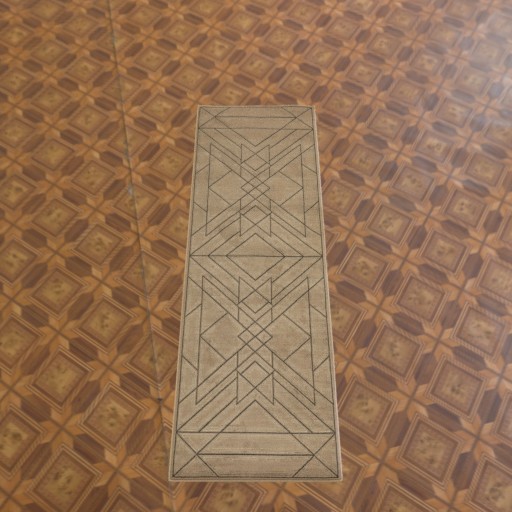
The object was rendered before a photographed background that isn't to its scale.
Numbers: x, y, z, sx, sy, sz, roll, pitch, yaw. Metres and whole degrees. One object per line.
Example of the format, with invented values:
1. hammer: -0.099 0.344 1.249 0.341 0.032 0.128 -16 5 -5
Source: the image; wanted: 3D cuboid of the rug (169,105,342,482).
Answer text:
1. rug: 0.000 0.000 2.619 0.831 0.036 2.381 0 64 0
